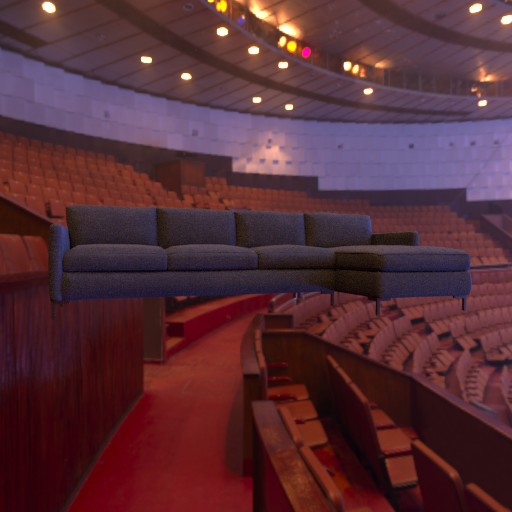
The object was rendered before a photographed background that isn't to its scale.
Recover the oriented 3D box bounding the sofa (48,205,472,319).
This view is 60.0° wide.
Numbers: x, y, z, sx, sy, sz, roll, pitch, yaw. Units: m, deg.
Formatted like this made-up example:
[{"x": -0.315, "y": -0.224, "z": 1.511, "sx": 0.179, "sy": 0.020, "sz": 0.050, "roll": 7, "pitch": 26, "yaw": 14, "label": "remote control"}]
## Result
[{"x": 0.000, "y": 0.000, "z": 3.404, "sx": 2.932, "sy": 0.810, "sz": 1.350, "roll": 0, "pitch": 0, "yaw": -19, "label": "sofa"}]
